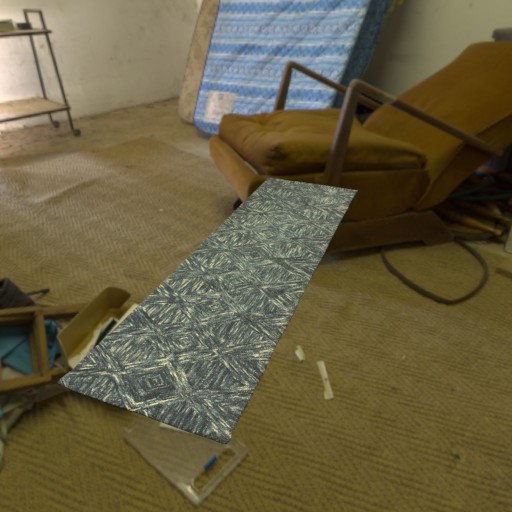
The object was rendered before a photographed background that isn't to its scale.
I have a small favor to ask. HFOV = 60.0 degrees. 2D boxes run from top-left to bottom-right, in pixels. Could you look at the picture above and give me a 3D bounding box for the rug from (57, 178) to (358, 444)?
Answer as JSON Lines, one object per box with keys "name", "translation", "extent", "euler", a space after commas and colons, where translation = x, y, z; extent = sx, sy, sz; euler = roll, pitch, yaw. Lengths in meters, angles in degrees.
{"name": "rug", "translation": [0.000, 0.000, 2.478], "extent": [0.719, 0.013, 2.306], "euler": [12, 33, 18]}
